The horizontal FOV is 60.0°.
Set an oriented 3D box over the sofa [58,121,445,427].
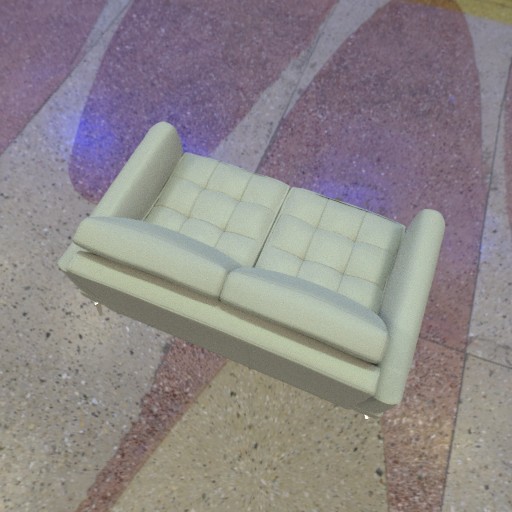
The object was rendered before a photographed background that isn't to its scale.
[{"bbox_3d":[0.000,0.000,2.444,1.819,0.930,1.121,20,65,10],"label":"sofa"}]
